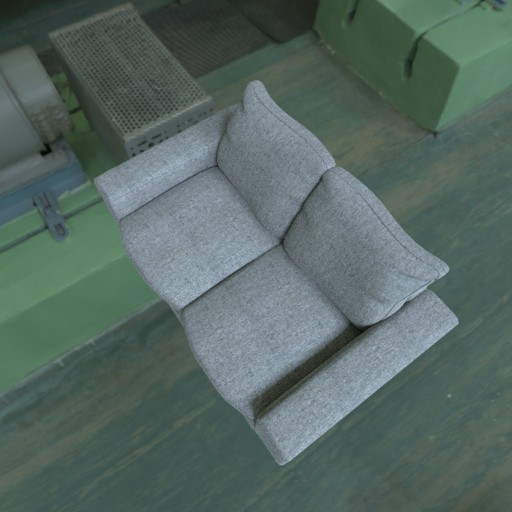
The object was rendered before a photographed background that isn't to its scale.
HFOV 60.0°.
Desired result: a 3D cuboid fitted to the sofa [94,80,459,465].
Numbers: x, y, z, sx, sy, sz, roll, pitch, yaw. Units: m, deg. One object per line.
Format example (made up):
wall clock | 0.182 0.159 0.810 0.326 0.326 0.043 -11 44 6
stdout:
sofa | 0.000 0.000 2.335 1.094 0.877 1.758 -33 68 -15
